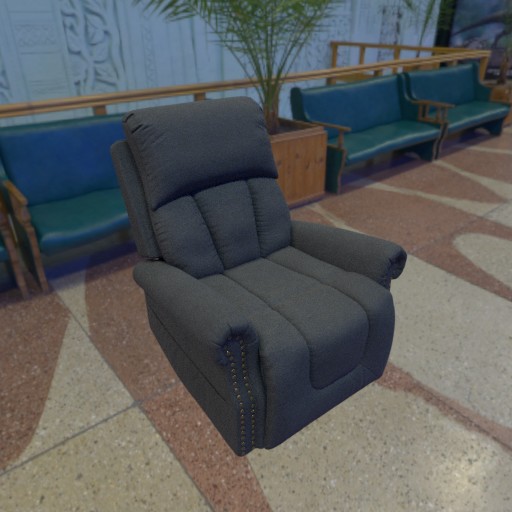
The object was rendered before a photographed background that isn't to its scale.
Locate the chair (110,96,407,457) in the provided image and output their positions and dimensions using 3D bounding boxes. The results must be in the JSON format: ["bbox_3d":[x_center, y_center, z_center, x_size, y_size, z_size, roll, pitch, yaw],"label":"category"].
[{"bbox_3d":[0.000,0.000,1.712,0.871,1.031,0.979,-20,35,-32],"label":"chair"}]
